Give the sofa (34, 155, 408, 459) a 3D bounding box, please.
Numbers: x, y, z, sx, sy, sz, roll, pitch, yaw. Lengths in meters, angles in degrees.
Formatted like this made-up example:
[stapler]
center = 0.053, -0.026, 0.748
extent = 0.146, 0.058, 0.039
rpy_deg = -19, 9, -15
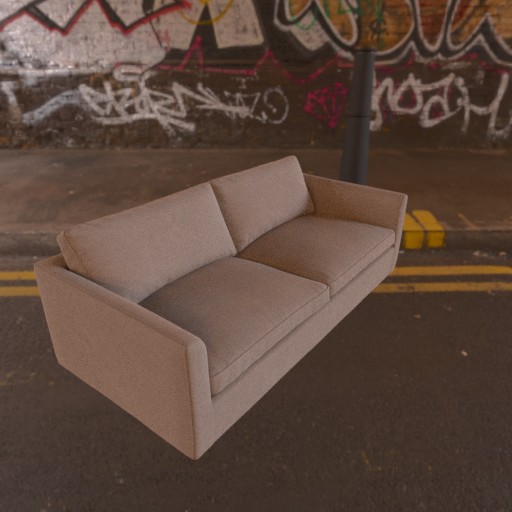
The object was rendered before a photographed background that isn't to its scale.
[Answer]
[sofa]
center = 0.000, 0.000, 2.784
extent = 1.090, 0.838, 2.588
rpy_deg = 18, 31, 33
